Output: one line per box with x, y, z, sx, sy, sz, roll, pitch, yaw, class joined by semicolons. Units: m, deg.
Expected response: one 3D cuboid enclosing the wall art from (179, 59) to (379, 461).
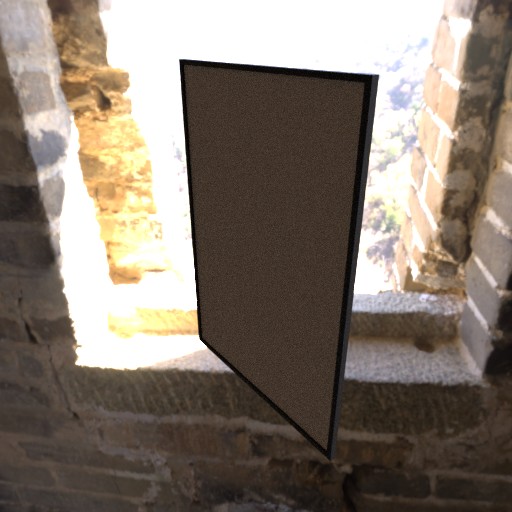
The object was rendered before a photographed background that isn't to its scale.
0.000;0.000;0.833;0.013;0.660;0.460;-19;33;-33;wall art
